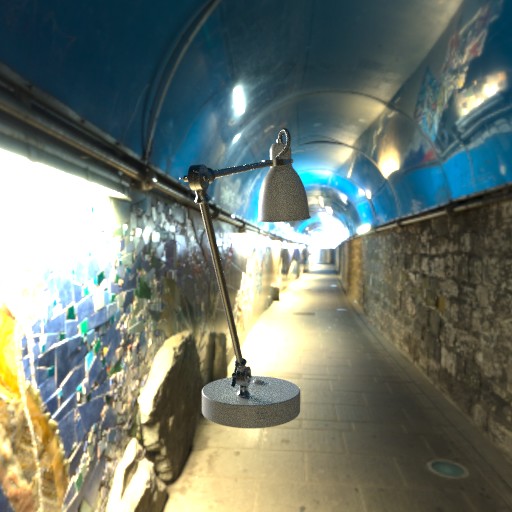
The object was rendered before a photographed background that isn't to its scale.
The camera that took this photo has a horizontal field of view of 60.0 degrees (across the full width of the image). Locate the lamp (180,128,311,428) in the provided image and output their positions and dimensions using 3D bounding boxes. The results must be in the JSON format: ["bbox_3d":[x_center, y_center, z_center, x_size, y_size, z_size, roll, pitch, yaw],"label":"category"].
[{"bbox_3d":[0.000,0.000,0.874,0.187,0.587,0.561,0,0,18],"label":"lamp"}]
